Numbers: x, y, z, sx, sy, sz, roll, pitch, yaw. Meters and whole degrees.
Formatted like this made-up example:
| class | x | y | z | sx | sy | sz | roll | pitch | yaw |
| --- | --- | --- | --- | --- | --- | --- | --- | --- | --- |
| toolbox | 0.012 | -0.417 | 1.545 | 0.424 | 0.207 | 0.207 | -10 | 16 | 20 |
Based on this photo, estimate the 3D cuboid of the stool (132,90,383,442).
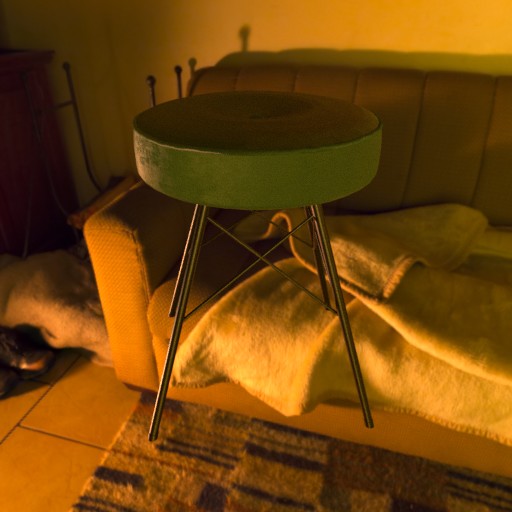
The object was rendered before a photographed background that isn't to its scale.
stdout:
| class | x | y | z | sx | sy | sz | roll | pitch | yaw |
| --- | --- | --- | --- | --- | --- | --- | --- | --- | --- |
| stool | 0.000 | 0.000 | 0.911 | 0.457 | 0.595 | 0.430 | -2 | 30 | -3 |
